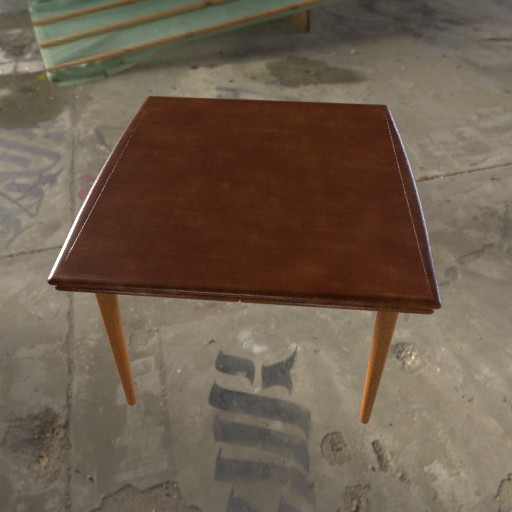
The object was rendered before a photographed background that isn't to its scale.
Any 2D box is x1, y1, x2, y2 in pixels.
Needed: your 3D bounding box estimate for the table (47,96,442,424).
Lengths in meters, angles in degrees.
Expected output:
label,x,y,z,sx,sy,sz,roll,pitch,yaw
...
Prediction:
label,x,y,z,sx,sy,sz,roll,pitch,yaw
table,0.000,0.000,1.662,0.991,0.754,0.991,3,46,3
